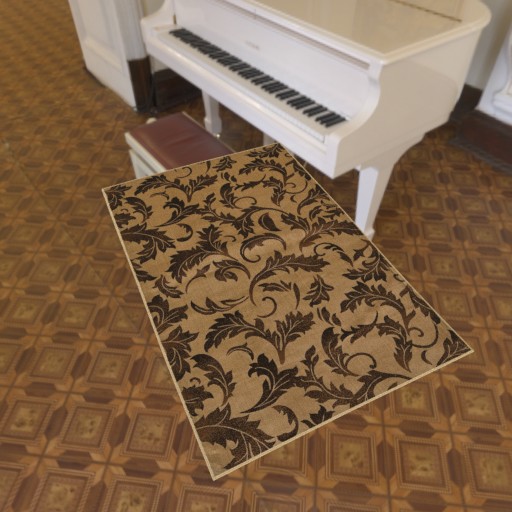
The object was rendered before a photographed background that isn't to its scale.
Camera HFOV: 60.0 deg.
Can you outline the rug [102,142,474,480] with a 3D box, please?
[{"bbox_3d":[0.000,0.000,2.870,1.522,0.008,2.284,-19,49,-17],"label":"rug"}]
